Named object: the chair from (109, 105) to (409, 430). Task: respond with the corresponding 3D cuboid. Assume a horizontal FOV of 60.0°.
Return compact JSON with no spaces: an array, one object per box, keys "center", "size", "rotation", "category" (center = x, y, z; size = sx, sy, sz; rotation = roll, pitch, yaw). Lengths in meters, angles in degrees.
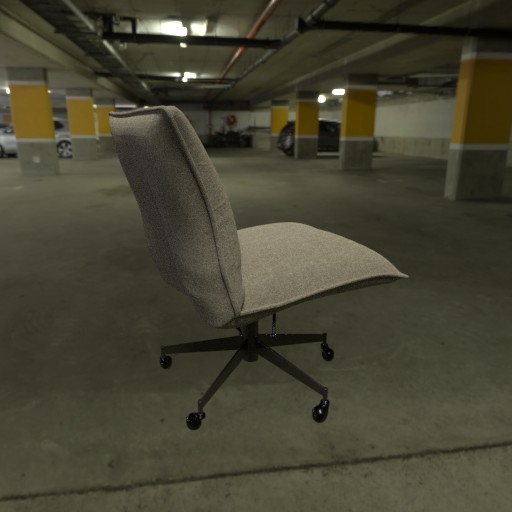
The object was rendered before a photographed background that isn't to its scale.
[{"center":[0.000,0.000,1.297],"size":[0.696,0.811,0.597],"rotation":[-8,18,-26],"category":"chair"}]
